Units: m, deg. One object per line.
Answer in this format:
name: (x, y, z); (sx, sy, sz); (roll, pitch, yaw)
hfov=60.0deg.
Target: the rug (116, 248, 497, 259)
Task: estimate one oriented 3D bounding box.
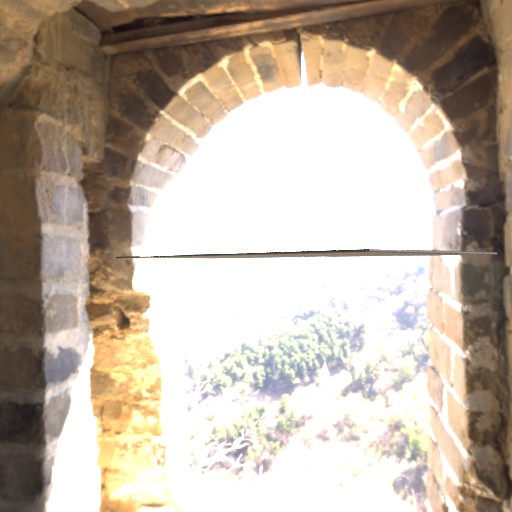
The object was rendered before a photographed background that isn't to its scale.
rug: (0.000, 0.000, 2.648); (0.864, 0.012, 2.388); (1, -1, -37)
